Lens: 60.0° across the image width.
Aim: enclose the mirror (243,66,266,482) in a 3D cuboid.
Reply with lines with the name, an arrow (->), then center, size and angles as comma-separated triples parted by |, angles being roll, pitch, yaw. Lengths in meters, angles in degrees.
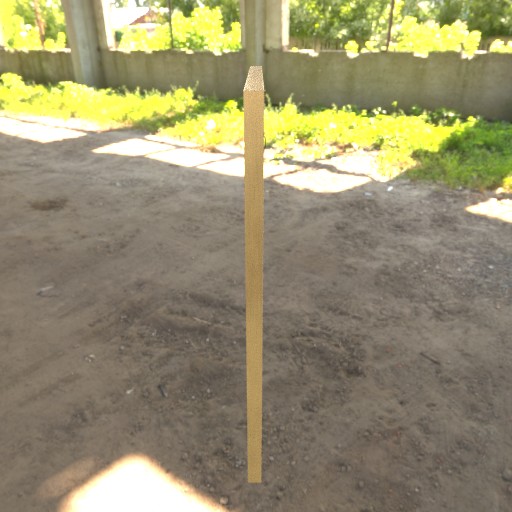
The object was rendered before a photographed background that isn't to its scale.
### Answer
mirror -> 0.000, 0.000, 1.339 | 0.041, 1.016, 0.762 | 0, 26, 0
